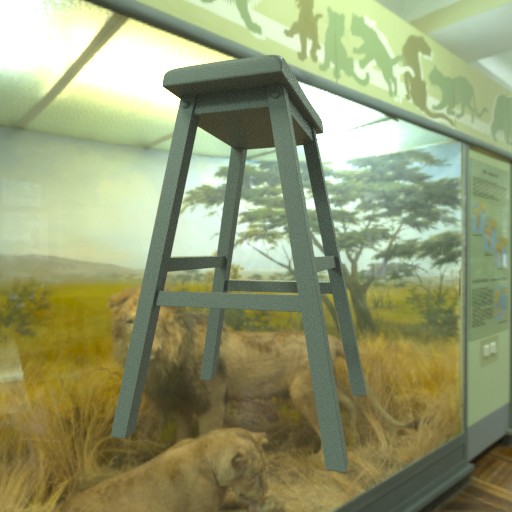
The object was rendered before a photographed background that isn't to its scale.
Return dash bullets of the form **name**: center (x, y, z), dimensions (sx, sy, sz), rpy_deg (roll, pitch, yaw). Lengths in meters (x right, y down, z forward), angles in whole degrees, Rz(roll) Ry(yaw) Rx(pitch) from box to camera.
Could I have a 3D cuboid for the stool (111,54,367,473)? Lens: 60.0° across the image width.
- **stool**: center (0.000, 0.000, 1.046), dimensions (0.476, 0.737, 0.457), rpy_deg (0, 1, 18)
